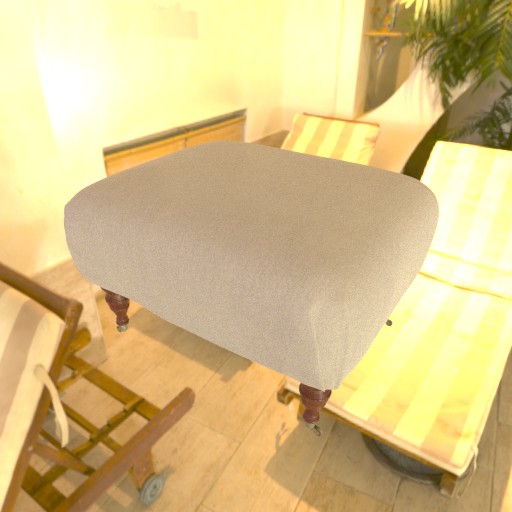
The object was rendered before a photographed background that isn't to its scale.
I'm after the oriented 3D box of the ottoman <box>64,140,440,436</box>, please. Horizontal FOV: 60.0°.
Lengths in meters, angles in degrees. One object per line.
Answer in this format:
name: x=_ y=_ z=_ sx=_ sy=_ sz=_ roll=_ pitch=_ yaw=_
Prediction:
ottoman: x=0.000 y=0.000 z=1.124 sx=0.746 sy=0.450 sz=0.622 roll=18 pitch=34 yaw=29
